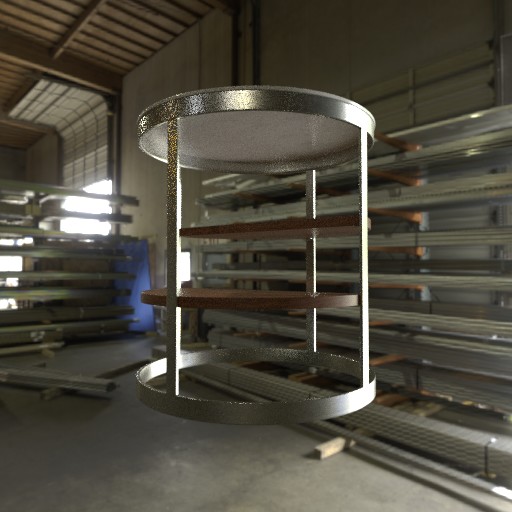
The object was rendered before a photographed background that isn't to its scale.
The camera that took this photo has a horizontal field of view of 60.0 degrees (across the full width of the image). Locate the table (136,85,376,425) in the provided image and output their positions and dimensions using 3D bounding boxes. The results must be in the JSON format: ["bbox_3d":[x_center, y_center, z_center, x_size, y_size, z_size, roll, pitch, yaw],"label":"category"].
[{"bbox_3d":[0.000,0.000,0.777,0.407,0.447,0.407,0,-2,0],"label":"table"}]
